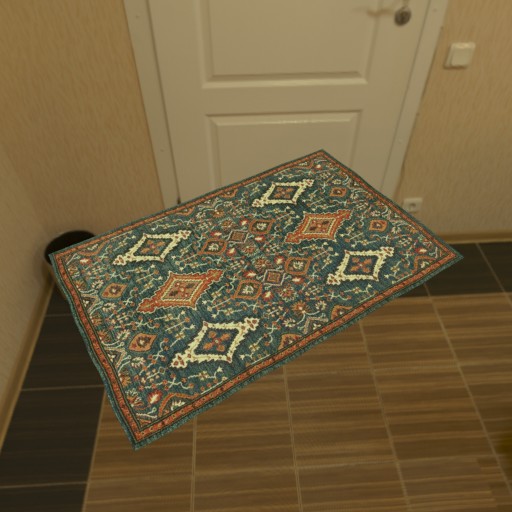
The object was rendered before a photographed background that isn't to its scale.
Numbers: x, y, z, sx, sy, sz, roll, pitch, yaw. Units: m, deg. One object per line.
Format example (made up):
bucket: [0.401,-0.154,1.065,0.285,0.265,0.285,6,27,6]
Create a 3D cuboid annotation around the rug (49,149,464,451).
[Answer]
rug: [0.000,0.000,4.230,3.371,0.008,2.190,-25,52,-22]
